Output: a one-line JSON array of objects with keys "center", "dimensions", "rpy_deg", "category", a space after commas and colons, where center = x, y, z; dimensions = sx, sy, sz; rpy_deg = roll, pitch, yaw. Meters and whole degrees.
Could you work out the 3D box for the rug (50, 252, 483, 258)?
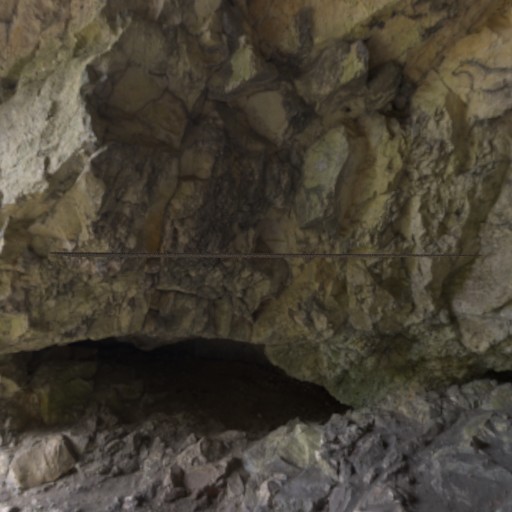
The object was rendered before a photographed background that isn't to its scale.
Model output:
[{"center": [0.000, 0.000, 3.042], "dimensions": [2.427, 0.007, 1.515], "rpy_deg": [0, -1, -19], "category": "rug"}]
